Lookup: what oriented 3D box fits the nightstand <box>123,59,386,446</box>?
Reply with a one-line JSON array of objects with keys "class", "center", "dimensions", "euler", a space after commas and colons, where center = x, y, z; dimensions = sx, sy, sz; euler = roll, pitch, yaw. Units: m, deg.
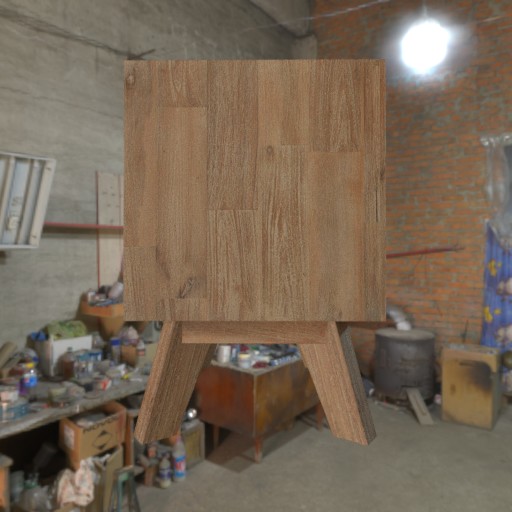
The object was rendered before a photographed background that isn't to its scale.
[{"class": "nightstand", "center": [0.000, 0.000, 0.943], "dimensions": [0.396, 0.589, 0.552], "euler": [0, -1, 1]}]
